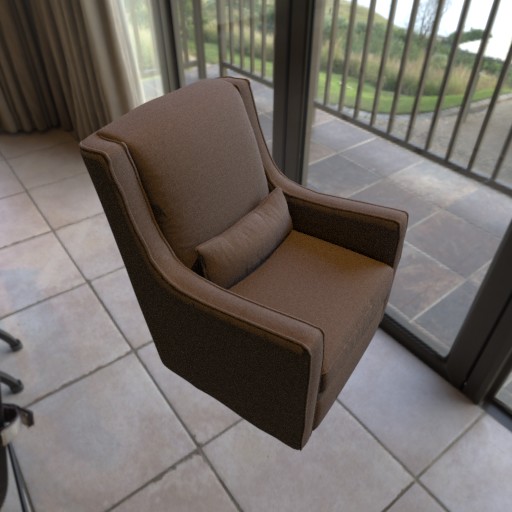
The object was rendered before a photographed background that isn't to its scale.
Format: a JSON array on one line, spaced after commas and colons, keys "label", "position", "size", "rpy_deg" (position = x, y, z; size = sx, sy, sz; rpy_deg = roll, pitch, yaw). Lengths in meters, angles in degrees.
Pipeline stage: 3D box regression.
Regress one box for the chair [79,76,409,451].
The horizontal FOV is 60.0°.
[{"label": "chair", "position": [0.000, 0.000, 1.596], "size": [0.879, 0.993, 0.732], "rpy_deg": [24, 47, 25]}]
